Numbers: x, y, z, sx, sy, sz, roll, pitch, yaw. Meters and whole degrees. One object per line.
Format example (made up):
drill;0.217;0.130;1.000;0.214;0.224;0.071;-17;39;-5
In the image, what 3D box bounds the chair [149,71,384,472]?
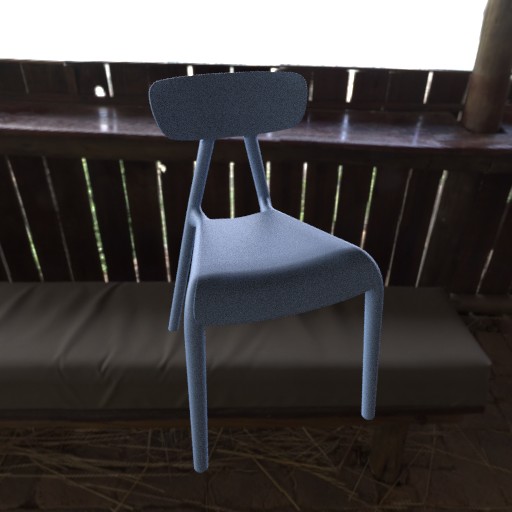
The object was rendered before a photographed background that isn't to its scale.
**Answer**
chair;0.000;0.000;0.820;0.356;0.580;0.401;-10;33;-16
